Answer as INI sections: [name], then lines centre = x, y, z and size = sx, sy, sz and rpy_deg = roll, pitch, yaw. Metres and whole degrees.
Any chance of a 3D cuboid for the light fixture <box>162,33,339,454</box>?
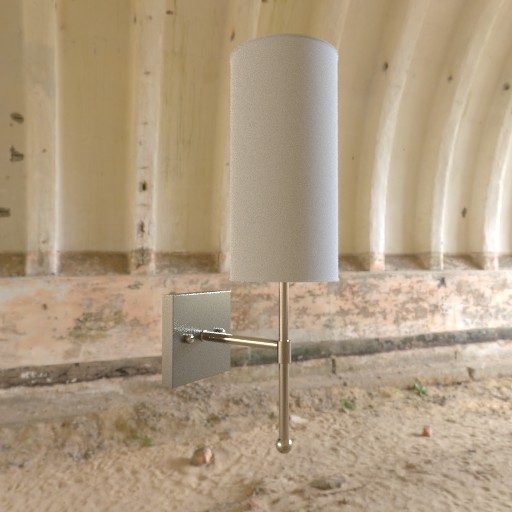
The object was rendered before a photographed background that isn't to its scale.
[light fixture]
centre = 0.000, 0.000, 0.545
size = 0.208, 0.462, 0.128
rpy_deg = -1, -1, 35
